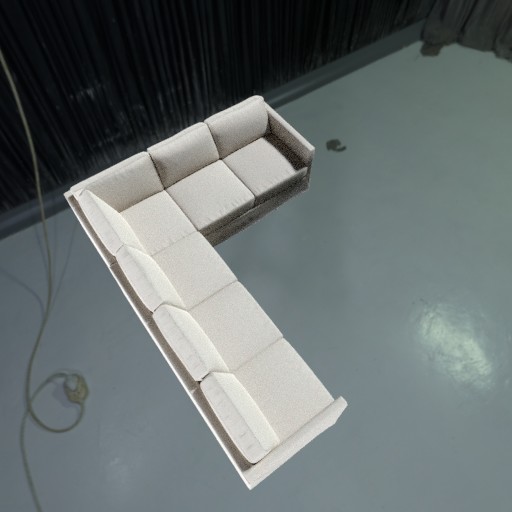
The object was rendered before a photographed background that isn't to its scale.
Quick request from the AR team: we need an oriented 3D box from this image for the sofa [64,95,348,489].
[{"bbox_3d":[0.000,0.000,4.291,2.432,0.871,3.182,-32,64,-18],"label":"sofa"}]
